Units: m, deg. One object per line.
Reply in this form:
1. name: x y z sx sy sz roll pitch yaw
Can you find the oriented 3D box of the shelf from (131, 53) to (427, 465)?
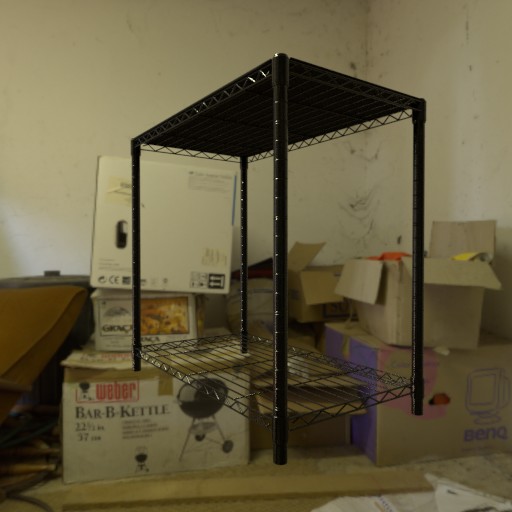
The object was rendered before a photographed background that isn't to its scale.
1. shelf: 0.000 0.000 0.935 0.338 0.564 0.589 -1 1 -35
